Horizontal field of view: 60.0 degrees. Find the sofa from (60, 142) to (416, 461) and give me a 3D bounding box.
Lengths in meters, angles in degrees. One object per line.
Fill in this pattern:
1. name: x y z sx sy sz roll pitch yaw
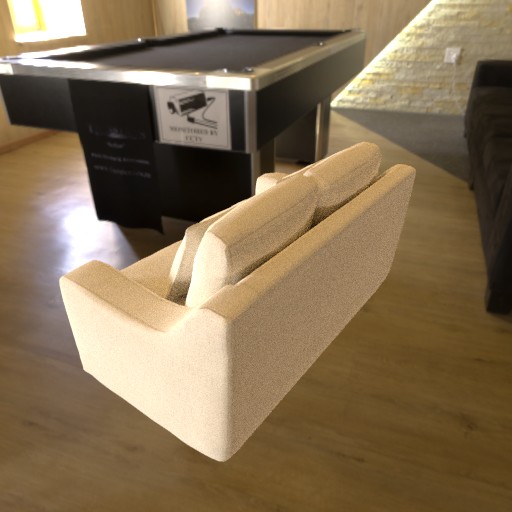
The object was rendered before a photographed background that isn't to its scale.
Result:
1. sofa: 0.000 0.000 2.368 1.040 1.047 1.744 21 37 31
